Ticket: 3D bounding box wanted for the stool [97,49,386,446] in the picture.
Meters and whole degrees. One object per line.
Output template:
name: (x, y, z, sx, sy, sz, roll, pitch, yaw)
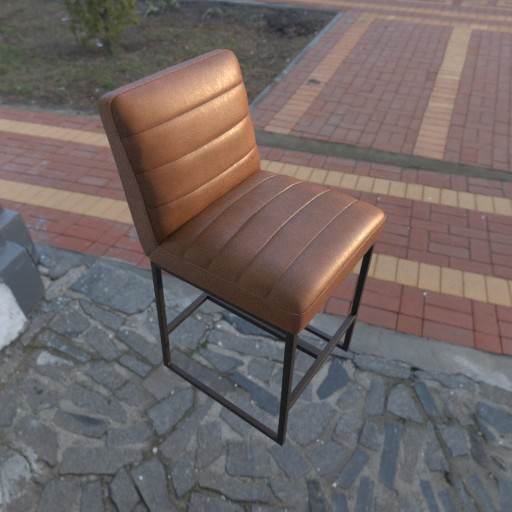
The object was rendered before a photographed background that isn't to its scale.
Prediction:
stool: (0.000, 0.000, 1.251, 0.556, 0.940, 0.458, 26, 48, 26)
